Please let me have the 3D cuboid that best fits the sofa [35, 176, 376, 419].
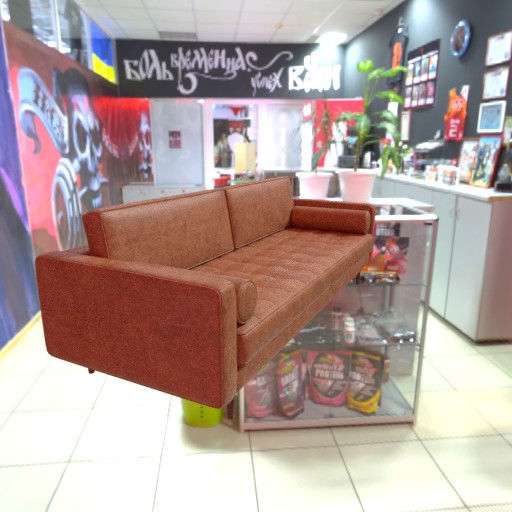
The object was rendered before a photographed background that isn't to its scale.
[{"bbox_3d":[0.000,0.000,2.574,0.919,0.770,2.200,7,16,26],"label":"sofa"}]
